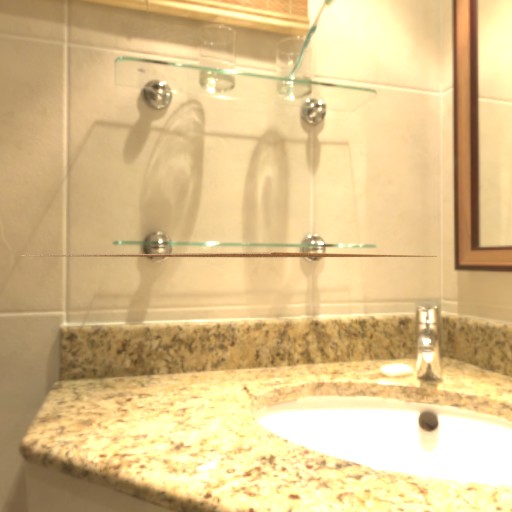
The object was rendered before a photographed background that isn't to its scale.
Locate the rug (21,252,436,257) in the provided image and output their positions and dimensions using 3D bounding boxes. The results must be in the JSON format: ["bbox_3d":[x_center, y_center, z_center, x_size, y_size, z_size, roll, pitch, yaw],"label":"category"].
[{"bbox_3d":[0.000,0.000,4.112,2.451,0.008,3.143,0,-1,36],"label":"rug"}]
